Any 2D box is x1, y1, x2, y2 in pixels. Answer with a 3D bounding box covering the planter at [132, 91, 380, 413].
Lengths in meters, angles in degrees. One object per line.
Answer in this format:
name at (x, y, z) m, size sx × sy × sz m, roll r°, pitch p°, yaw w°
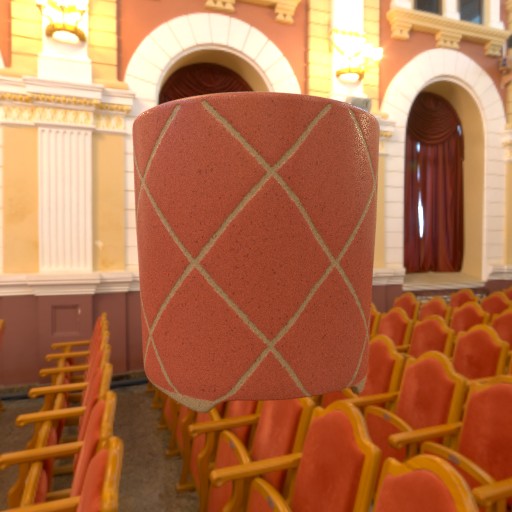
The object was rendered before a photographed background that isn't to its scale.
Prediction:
planter at (0.000, 0.000, 0.425) m, size 0.227 × 0.235 × 0.227 m, roll 0°, pitch 1°, yaw 0°
